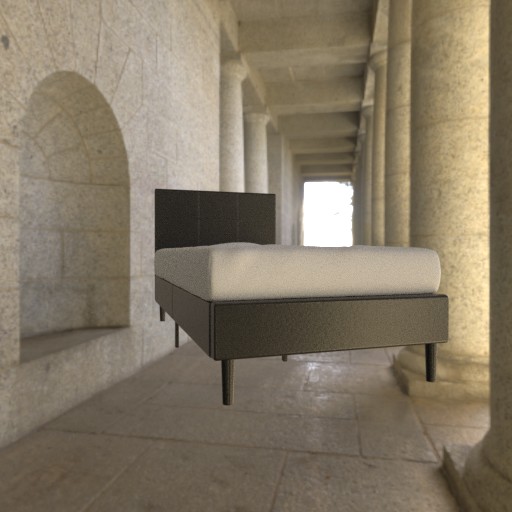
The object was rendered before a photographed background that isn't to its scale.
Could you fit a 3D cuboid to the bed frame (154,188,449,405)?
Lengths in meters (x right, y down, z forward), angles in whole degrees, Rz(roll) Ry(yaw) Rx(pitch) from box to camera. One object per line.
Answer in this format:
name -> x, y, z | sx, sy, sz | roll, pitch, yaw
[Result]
bed frame -> 0.000, 0.000, 2.555 | 1.038, 1.046, 2.152 | 0, 1, -18
